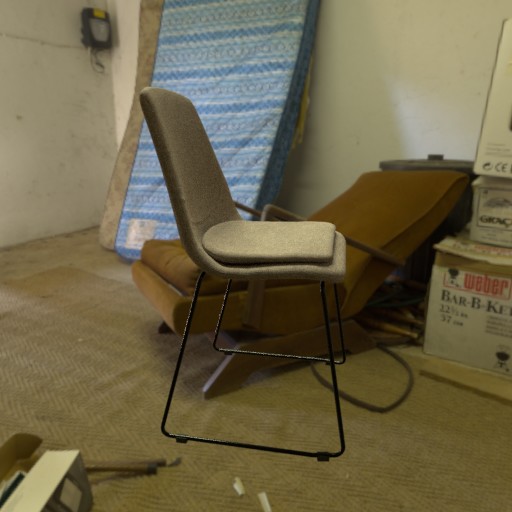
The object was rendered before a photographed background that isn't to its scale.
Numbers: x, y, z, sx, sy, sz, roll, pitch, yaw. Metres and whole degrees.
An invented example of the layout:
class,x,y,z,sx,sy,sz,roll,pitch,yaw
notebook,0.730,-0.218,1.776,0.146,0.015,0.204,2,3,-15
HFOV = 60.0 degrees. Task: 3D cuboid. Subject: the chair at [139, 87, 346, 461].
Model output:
class,x,y,z,sx,sy,sz,roll,pitch,yaw
chair,0.000,0.000,1.193,0.518,0.858,0.479,3,16,11
